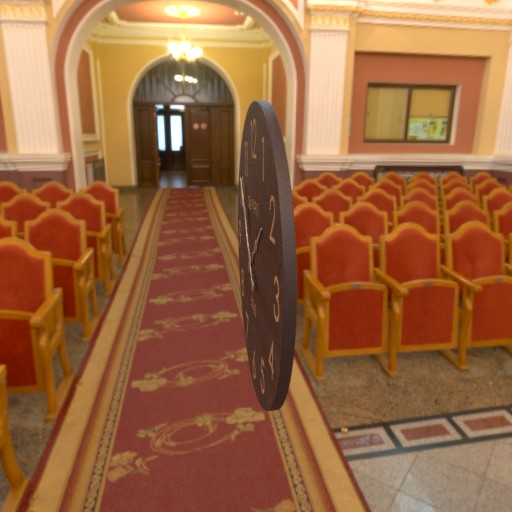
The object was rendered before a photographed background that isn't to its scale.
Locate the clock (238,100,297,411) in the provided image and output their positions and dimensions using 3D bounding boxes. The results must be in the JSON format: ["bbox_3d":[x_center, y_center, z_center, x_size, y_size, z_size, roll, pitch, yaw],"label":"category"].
[{"bbox_3d":[0.000,0.000,0.899,0.029,0.595,0.595,-2,15,-8],"label":"clock"}]
